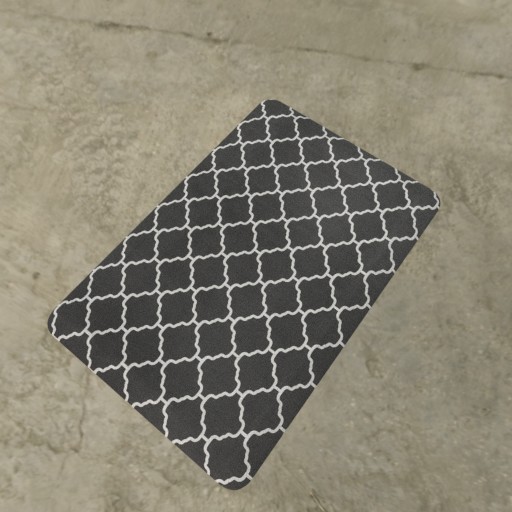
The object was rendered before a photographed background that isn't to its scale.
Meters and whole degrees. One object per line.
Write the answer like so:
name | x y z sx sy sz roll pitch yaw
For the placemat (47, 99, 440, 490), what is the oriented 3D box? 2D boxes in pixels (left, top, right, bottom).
placemat | 0.000 0.000 0.942 0.508 0.021 0.762 35 70 15
